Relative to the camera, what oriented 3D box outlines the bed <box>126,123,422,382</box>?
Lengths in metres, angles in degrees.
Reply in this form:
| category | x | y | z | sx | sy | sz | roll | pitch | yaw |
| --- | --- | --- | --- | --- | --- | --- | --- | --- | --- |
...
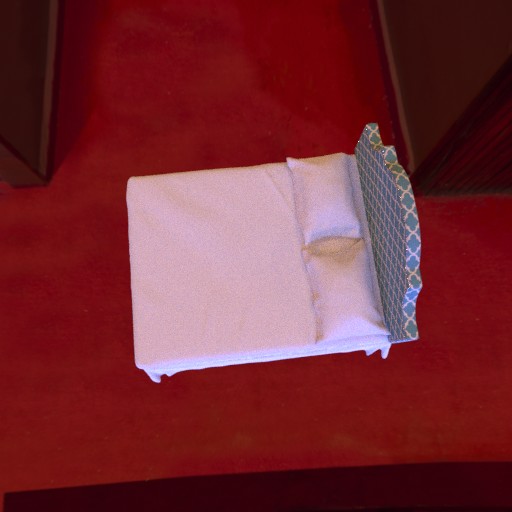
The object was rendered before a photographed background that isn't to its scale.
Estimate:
| category | x | y | z | sx | sy | sz | roll | pitch | yaw |
| --- | --- | --- | --- | --- | --- | --- | --- | --- | --- |
| bed | 0.000 | 0.000 | 3.455 | 2.222 | 1.633 | 1.780 | -6 | 76 | -1 |
